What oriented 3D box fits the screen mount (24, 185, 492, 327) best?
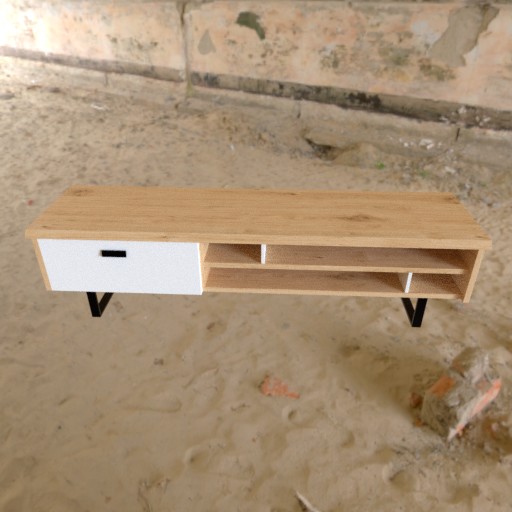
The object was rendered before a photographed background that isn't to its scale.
[{"bbox_3d":[0.000,0.000,1.899,1.700,0.430,0.450,1,31,2],"label":"screen mount"}]
